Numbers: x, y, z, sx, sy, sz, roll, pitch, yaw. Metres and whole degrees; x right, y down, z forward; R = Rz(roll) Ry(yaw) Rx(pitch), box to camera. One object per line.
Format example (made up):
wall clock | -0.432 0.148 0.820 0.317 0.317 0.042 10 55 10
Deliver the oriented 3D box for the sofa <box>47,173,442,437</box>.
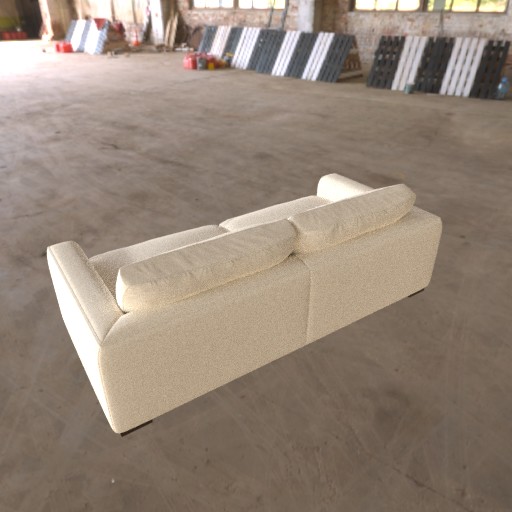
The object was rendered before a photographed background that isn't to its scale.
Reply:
sofa | 0.000 0.000 2.783 2.262 0.801 1.070 -19 35 -28
